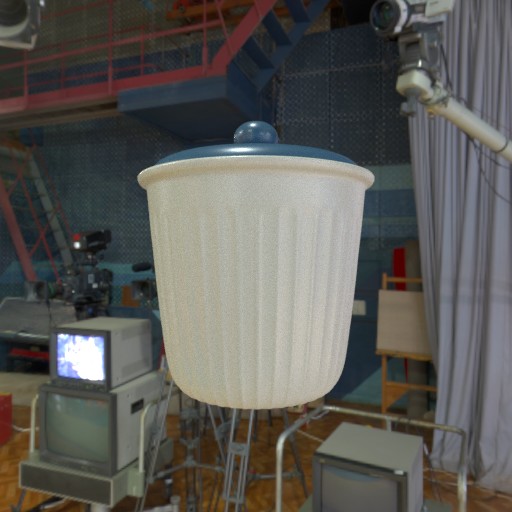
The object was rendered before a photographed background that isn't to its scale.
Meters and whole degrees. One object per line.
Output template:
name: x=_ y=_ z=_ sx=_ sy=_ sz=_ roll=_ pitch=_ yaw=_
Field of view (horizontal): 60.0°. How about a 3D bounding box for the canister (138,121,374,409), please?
canister: x=0.000 y=0.000 z=0.350 sx=0.181 sy=0.211 sz=0.181 roll=0 pitch=0 yaw=0
